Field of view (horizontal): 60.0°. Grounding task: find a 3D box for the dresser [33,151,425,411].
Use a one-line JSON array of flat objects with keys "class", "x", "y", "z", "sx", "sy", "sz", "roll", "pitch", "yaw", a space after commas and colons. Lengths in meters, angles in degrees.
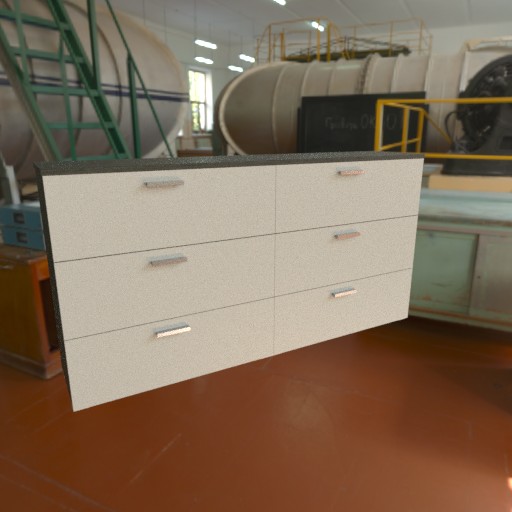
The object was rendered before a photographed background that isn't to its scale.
[{"class": "dresser", "x": 0.000, "y": 0.000, "z": 1.822, "sx": 1.535, "sy": 0.790, "sz": 0.333, "roll": -9, "pitch": 18, "yaw": -28}]
